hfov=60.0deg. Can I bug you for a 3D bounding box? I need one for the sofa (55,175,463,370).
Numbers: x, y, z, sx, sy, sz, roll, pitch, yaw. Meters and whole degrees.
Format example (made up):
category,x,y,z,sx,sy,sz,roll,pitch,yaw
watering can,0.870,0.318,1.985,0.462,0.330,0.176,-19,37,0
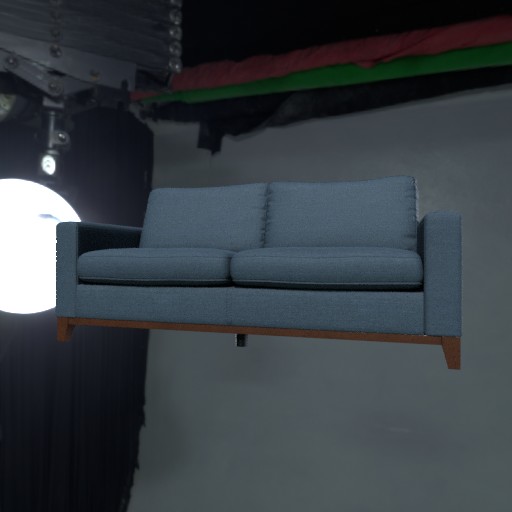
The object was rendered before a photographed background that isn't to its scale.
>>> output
category,x,y,z,sx,sy,sz,roll,pitch,yaw
sofa,0.000,0.000,2.347,1.900,0.865,0.877,0,0,17
